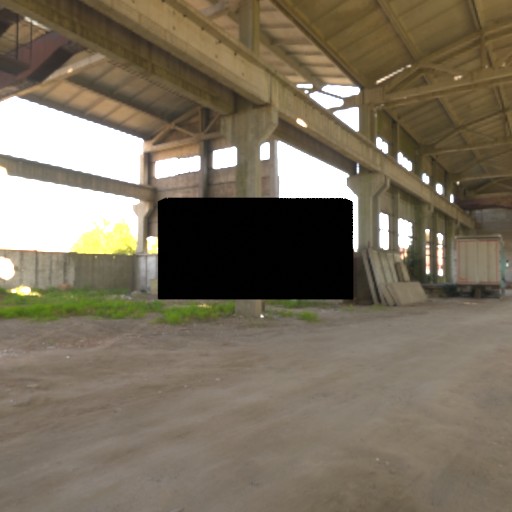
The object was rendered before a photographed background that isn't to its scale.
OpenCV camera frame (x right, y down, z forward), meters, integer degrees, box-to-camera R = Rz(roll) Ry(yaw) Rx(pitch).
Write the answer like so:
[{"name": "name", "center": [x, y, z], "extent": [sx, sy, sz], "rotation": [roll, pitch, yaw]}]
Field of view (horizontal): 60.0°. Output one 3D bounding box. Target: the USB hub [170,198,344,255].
[{"name": "USB hub", "center": [0.000, 0.000, 0.157], "extent": [0.044, 0.023, 0.145], "rotation": [0, -2, 0]}]
